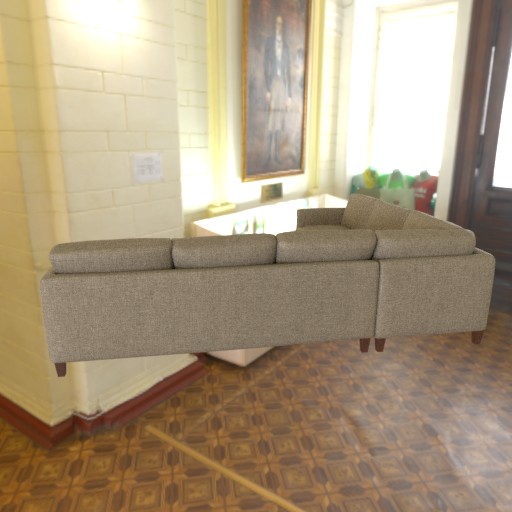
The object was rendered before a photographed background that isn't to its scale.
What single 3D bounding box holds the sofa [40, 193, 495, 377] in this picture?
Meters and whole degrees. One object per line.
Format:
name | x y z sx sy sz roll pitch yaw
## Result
sofa | 0.000 0.000 4.355 3.302 0.947 2.593 -2 15 -9
